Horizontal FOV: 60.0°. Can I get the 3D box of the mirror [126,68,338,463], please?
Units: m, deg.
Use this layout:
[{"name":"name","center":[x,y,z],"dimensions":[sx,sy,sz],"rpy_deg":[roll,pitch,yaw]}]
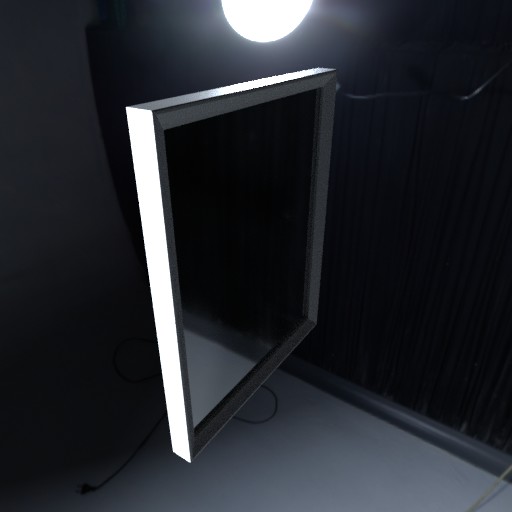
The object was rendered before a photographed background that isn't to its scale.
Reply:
[{"name":"mirror","center":[0.000,0.000,0.695],"dimensions":[0.041,0.509,0.406],"rpy_deg":[18,34,30]}]
